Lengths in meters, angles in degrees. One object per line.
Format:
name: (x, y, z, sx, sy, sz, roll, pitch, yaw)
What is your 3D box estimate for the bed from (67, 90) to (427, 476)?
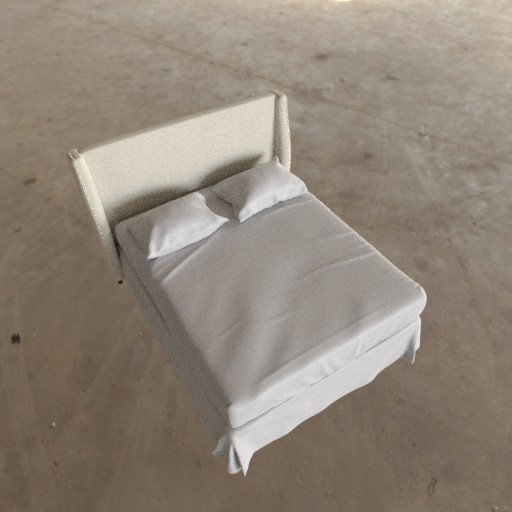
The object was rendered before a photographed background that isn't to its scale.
bed: (0.000, 0.000, 3.421, 1.925, 1.332, 2.276, -24, 51, -22)
